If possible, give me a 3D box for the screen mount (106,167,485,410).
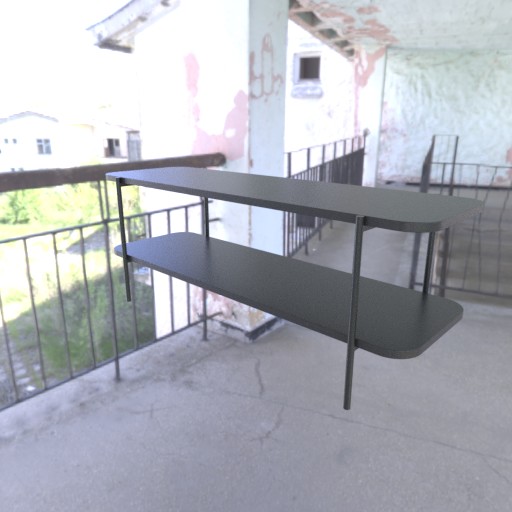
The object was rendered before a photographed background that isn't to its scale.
[{"bbox_3d":[0.000,0.000,1.385,1.200,0.447,0.400,15,23,41],"label":"screen mount"}]
